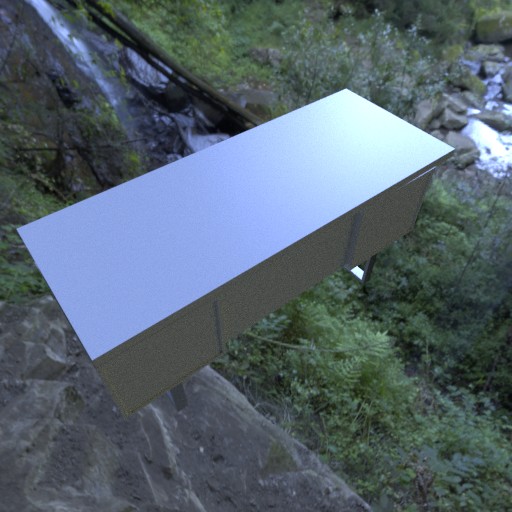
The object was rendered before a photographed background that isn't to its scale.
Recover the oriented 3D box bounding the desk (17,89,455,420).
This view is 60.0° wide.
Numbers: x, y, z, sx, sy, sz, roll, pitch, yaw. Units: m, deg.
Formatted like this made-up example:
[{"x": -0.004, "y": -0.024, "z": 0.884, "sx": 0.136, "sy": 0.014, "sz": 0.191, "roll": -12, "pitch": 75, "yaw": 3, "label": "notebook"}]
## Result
[{"x": 0.000, "y": 0.000, "z": 1.895, "sx": 1.530, "sy": 0.773, "sz": 0.603, "roll": -30, "pitch": 55, "yaw": -24, "label": "desk"}]
